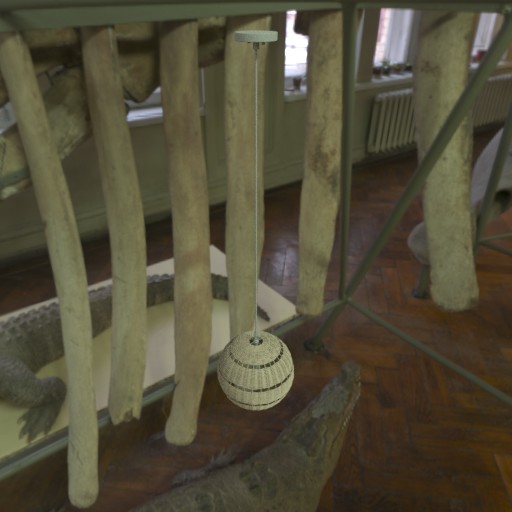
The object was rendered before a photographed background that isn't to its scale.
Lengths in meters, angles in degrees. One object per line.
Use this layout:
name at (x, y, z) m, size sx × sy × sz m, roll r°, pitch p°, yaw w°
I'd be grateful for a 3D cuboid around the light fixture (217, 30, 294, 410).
light fixture at (0.000, 0.000, 2.234) m, size 0.457 × 2.019 × 0.457 m, roll -21°, pitch 37°, yaw -31°
